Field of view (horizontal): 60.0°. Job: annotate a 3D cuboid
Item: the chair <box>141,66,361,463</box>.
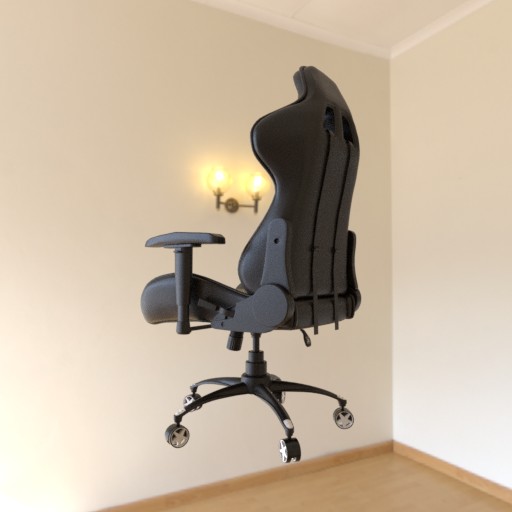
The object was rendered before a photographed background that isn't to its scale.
[{"bbox_3d":[0.000,0.000,1.693,0.695,1.285,0.730,-2,-3,36],"label":"chair"}]
